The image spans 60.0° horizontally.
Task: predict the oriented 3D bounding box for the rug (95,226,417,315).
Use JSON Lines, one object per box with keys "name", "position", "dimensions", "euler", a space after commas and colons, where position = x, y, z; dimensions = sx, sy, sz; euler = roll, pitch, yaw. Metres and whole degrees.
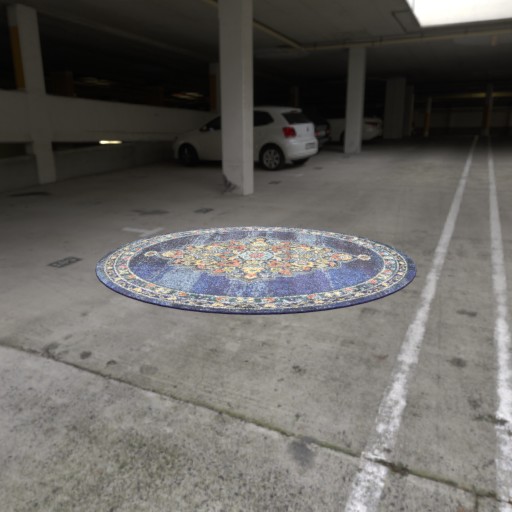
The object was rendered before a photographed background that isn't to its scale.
{"name": "rug", "position": [0.000, 0.000, 2.326], "dimensions": [1.591, 0.010, 1.591], "euler": [0, 15, 0]}
